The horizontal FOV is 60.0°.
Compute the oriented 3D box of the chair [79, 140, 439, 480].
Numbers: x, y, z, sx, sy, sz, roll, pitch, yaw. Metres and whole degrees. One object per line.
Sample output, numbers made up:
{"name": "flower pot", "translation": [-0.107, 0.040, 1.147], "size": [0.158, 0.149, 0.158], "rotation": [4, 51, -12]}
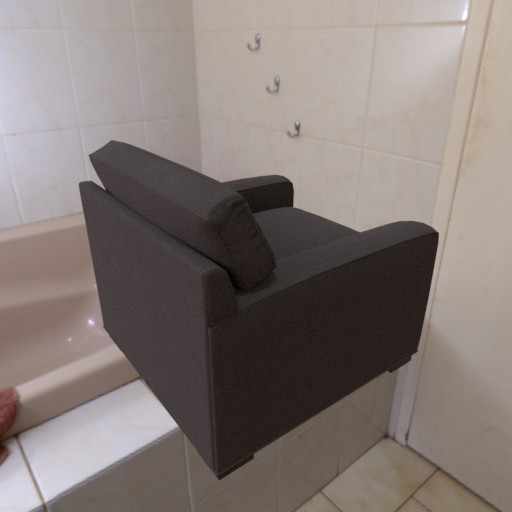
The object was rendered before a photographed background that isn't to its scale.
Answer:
{"name": "chair", "translation": [0.000, 0.000, 1.815], "size": [1.043, 0.913, 0.997], "rotation": [-18, 31, -33]}
